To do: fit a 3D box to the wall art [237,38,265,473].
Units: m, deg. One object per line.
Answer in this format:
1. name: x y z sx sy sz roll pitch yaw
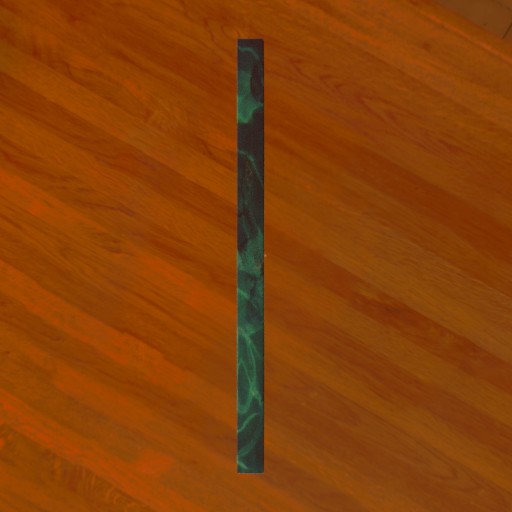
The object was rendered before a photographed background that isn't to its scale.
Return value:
1. wall art: 0.000 0.000 1.001 0.038 0.760 0.609 0 90 1
